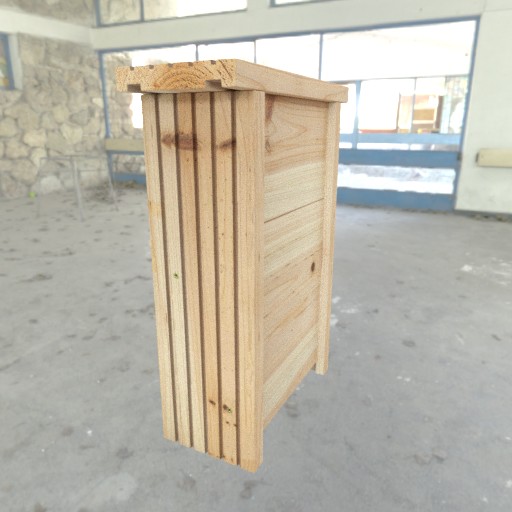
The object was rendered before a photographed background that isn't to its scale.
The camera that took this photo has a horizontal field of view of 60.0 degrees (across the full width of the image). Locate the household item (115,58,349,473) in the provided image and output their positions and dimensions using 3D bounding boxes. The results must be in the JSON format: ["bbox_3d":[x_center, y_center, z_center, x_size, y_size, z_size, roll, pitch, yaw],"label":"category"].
[{"bbox_3d":[0.000,0.000,0.547,0.123,0.407,0.301,8,18,26],"label":"household item"}]
